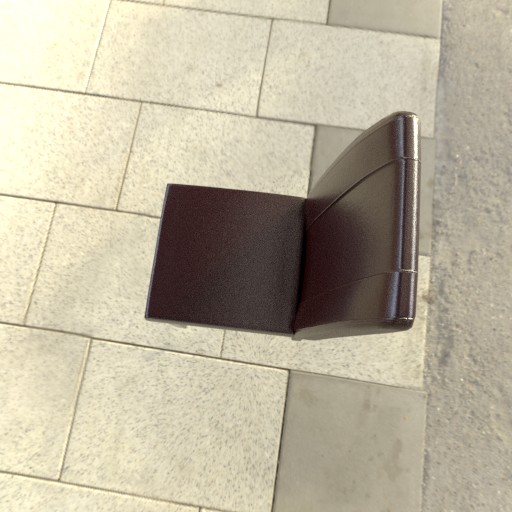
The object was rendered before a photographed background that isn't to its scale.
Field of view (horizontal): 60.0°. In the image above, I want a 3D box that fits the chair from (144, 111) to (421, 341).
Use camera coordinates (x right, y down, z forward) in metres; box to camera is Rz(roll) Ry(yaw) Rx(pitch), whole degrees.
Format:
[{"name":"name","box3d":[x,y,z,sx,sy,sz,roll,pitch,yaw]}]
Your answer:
[{"name":"chair","box3d":[0.000,0.000,1.177,0.556,0.897,0.399,6,76,2]}]
